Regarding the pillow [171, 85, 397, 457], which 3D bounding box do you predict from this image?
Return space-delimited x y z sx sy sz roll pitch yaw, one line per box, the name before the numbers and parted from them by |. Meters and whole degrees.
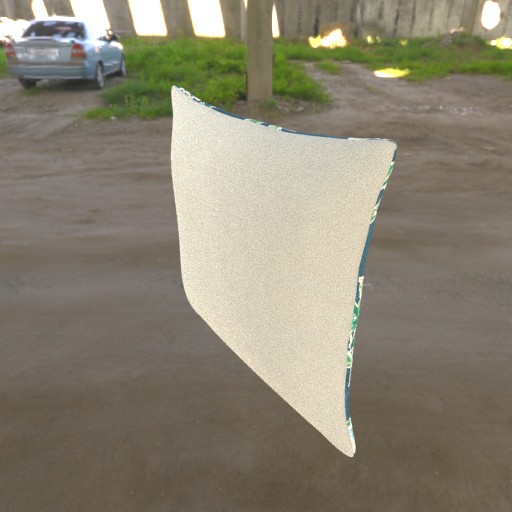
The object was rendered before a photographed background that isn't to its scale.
pillow | 0.000 0.000 0.775 0.166 0.508 0.525 -19 34 -31
